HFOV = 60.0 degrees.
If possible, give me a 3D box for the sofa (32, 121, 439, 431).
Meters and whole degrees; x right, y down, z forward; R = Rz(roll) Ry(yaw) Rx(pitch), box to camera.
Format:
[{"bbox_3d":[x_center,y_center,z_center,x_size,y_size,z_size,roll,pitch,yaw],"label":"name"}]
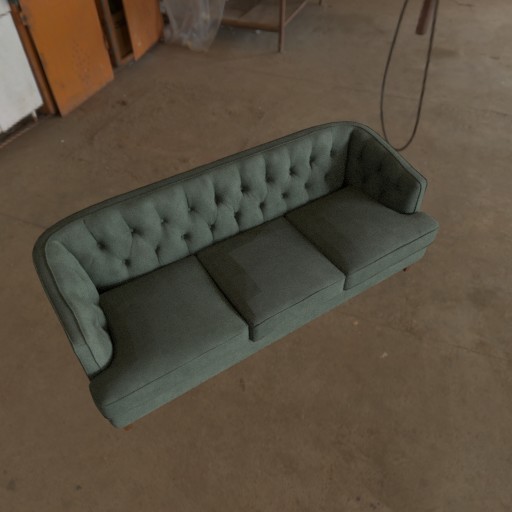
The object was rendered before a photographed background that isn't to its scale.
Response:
[{"bbox_3d":[0.000,0.000,2.695,2.278,0.855,0.941,-25,51,-22],"label":"sofa"}]
